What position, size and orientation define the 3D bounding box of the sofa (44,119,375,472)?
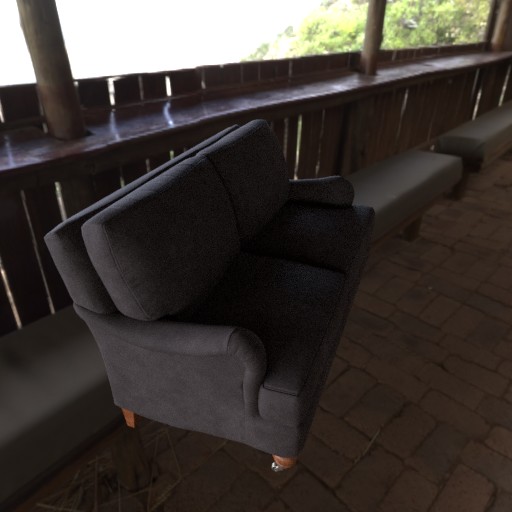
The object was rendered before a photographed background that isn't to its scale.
[{"bbox_3d":[0.000,0.000,2.460,1.084,1.101,1.853,11,32,18],"label":"sofa"}]
